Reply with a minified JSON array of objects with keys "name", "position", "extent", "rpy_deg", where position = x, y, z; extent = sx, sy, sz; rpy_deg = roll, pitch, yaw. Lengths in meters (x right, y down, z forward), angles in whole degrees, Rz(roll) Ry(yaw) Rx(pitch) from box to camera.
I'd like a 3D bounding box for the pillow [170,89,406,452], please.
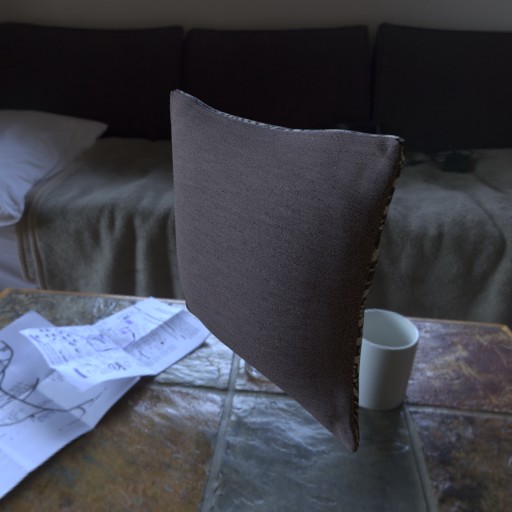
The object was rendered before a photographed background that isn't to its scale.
[{"name":"pillow","position":[0.000,0.000,0.644],"extent":[0.148,0.417,0.436],"rpy_deg":[-20,34,-33]}]
